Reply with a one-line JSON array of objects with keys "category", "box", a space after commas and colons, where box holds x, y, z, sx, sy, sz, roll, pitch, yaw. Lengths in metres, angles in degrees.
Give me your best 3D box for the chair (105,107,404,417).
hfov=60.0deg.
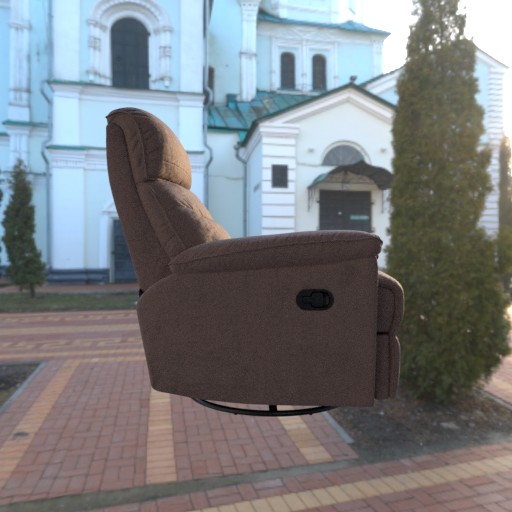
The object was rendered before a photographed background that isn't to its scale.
[{"category": "chair", "box": [0.000, 0.000, 1.740, 1.004, 1.037, 0.820, 0, 0, 0]}]
